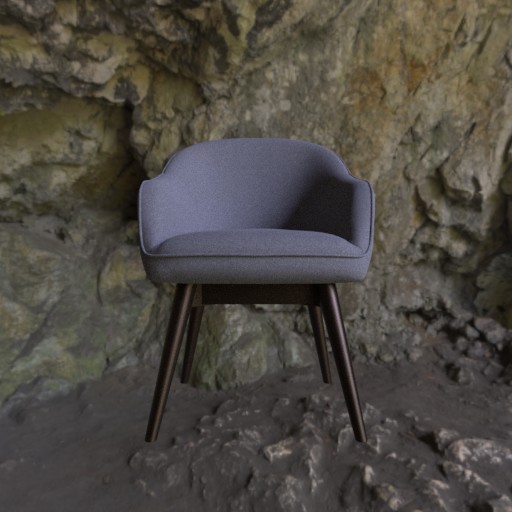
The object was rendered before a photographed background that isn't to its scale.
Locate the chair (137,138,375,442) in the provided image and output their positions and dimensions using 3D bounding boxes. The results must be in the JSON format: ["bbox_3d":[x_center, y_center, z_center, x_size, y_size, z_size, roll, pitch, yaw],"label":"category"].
[{"bbox_3d":[0.000,0.000,1.224,0.589,0.810,0.611,0,-1,0],"label":"chair"}]
